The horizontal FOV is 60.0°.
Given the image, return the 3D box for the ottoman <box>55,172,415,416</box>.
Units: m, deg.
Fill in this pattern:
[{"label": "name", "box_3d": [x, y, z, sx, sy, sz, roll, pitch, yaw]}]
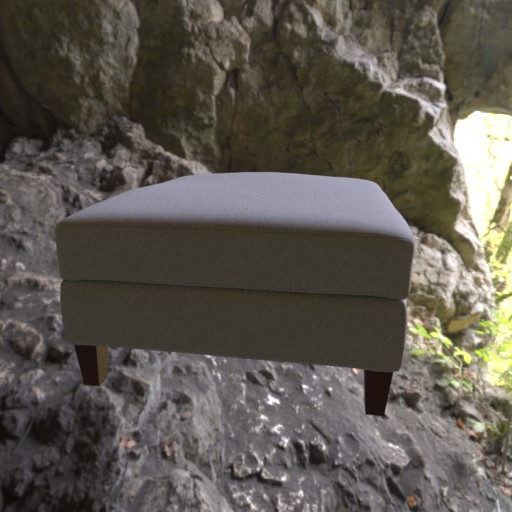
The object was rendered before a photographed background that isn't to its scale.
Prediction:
[{"label": "ottoman", "box_3d": [0.000, 0.000, 1.460, 0.836, 0.492, 0.976, 3, 16, 9]}]
